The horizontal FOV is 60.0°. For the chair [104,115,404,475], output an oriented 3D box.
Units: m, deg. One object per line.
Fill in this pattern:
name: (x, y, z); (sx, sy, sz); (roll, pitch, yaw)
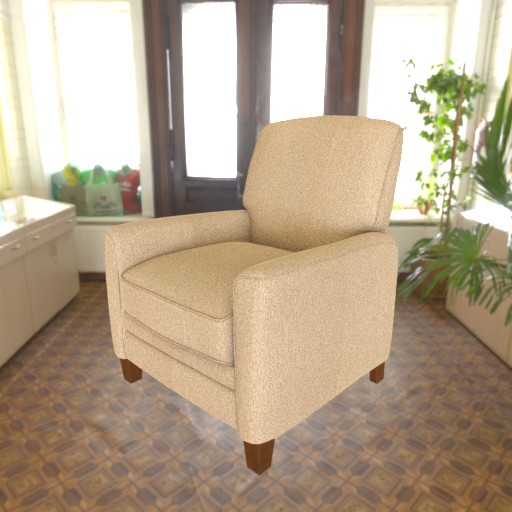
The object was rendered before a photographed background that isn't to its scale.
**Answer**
chair: (0.000, 0.000, 1.638); (0.848, 1.014, 0.864); (14, 21, 42)
